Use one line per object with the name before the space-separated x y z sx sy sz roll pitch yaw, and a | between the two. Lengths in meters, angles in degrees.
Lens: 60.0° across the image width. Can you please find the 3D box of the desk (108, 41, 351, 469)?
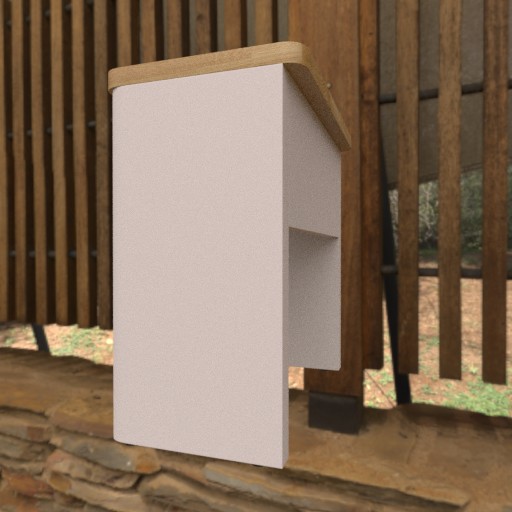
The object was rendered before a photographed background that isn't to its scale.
desk | 0.000 0.000 1.230 0.440 0.790 0.760 0 1 19
